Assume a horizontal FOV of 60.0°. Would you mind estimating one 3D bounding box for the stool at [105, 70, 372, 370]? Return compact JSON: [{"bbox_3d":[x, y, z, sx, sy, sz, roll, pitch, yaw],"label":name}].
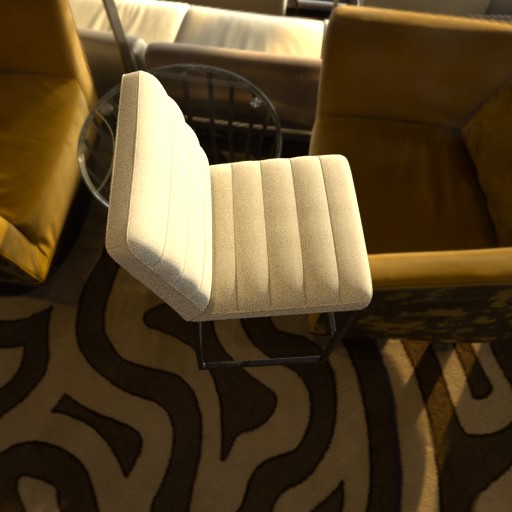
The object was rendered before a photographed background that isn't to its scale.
[{"bbox_3d":[0.000,0.000,1.335,0.560,1.040,0.460,-3,64,-2],"label":"stool"}]
